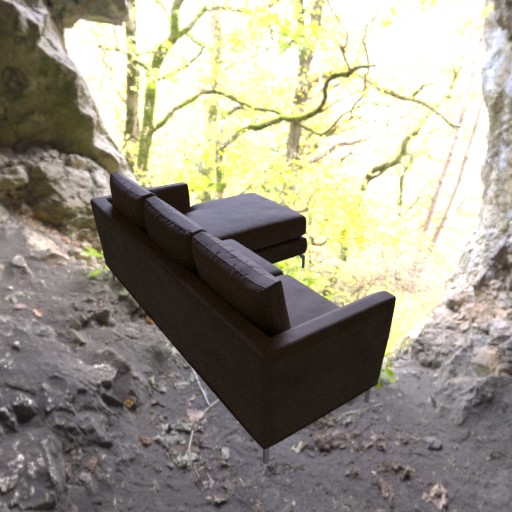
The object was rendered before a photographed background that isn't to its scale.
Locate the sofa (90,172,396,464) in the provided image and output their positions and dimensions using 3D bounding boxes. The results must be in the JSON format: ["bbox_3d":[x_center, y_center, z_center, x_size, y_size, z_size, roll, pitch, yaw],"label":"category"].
[{"bbox_3d":[0.000,0.000,3.239,1.622,0.987,2.438,-17,31,-31],"label":"sofa"}]
